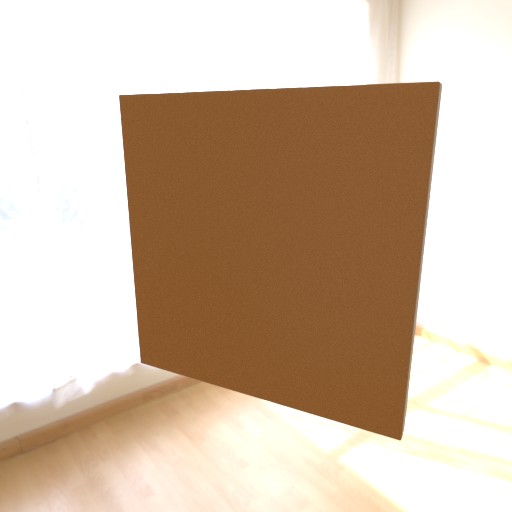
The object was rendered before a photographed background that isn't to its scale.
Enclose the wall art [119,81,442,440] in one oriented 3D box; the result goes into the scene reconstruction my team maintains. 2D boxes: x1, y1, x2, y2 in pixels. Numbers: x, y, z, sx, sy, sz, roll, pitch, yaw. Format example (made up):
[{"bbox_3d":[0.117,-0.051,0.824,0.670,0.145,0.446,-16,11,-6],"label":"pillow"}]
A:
[{"bbox_3d":[0.000,0.000,1.830,1.287,1.288,0.078,8,18,26],"label":"wall art"}]
